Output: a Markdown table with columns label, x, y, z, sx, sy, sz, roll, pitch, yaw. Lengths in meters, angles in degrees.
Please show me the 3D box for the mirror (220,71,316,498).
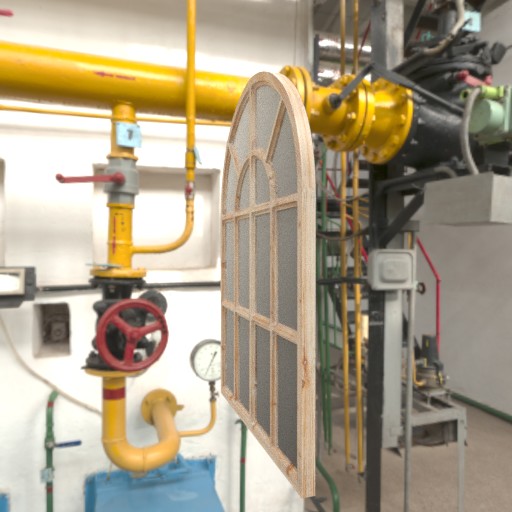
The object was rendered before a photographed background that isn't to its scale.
| label | x | y | z | sx | sy | sz | roll | pitch | yaw |
| --- | --- | --- | --- | --- | --- | --- | --- | --- | --- |
| mirror | 0.000 | 0.000 | 1.161 | 0.032 | 0.920 | 0.660 | 0 | 1 | -18 |
